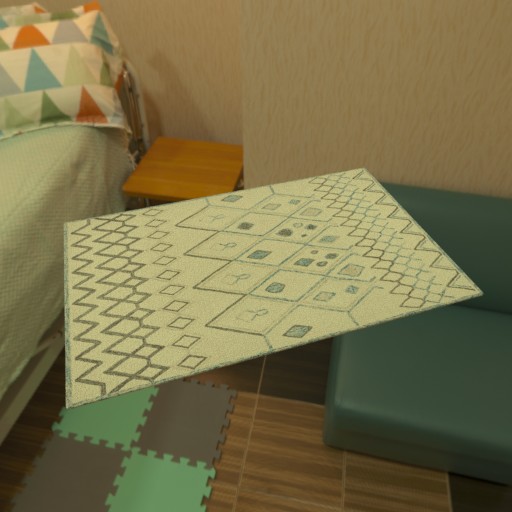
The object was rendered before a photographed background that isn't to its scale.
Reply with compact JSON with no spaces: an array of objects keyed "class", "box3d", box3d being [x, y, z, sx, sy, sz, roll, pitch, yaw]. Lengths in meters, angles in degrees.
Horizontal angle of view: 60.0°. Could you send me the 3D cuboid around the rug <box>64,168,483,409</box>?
[{"class":"rug","box3d":[0.000,0.000,2.964,2.439,0.015,1.524,-12,44,-13]}]
